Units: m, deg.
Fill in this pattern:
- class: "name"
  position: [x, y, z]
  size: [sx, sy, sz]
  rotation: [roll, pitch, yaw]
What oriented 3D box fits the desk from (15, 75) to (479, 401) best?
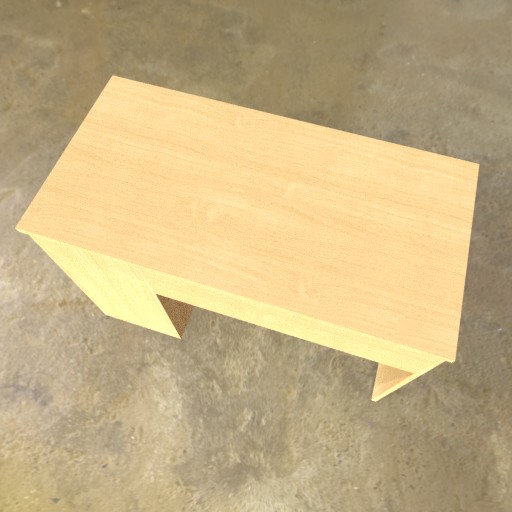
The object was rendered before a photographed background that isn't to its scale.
- class: "desk"
  position: [0.000, 0.000, 1.492]
  size: [1.097, 0.735, 0.560]
  rotation: [16, 65, 8]
